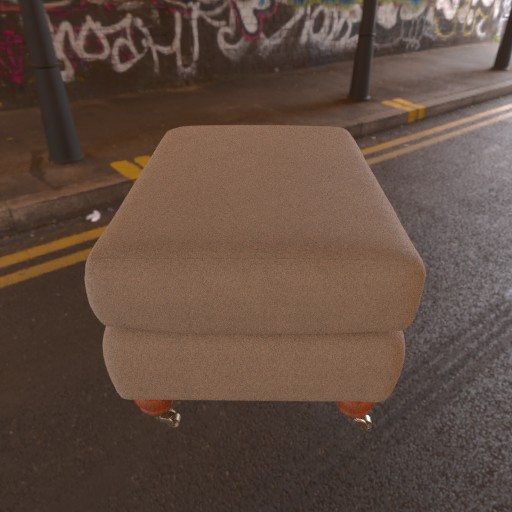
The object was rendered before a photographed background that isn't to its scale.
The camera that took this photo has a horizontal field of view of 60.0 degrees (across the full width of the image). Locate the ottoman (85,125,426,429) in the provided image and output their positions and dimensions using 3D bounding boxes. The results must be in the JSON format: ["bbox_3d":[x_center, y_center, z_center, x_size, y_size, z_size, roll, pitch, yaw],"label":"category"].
[{"bbox_3d":[0.000,0.000,1.116,0.569,0.504,0.773,0,32,1],"label":"ottoman"}]
